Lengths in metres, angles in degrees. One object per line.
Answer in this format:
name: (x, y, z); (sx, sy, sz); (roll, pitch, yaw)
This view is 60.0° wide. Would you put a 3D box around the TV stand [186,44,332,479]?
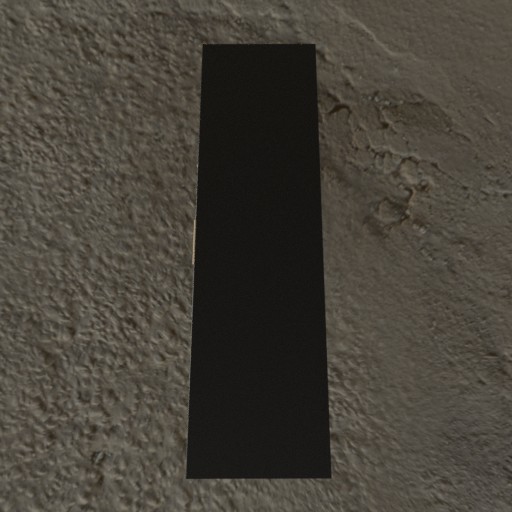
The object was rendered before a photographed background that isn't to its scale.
TV stand: (0.000, 0.000, 1.547); (0.390, 0.518, 1.312); (0, 75, 0)
